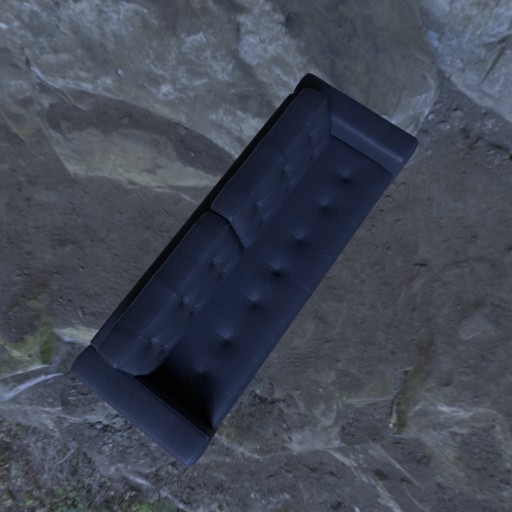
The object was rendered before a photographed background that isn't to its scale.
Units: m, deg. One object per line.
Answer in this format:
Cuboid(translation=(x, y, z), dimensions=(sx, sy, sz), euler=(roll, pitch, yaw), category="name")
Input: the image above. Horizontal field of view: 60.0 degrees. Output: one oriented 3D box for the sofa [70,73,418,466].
Cuboid(translation=(0.000, 0.000, 2.670), dimensions=(0.833, 0.893, 2.275), euler=(35, 78, 8), category="sofa")
